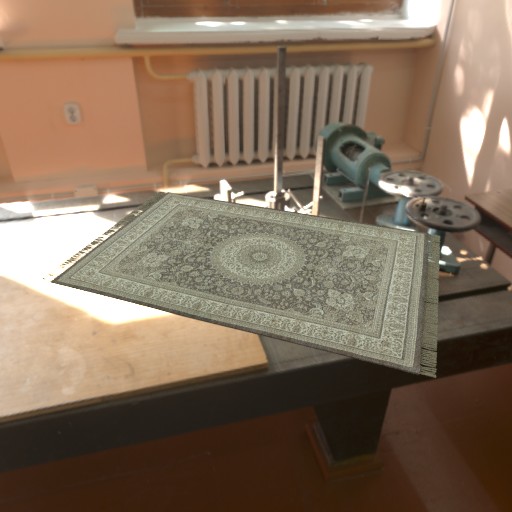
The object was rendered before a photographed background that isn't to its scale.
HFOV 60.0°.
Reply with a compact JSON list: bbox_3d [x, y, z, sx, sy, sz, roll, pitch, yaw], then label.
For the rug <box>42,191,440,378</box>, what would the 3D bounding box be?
[{"bbox_3d":[0.000,0.000,4.396,3.422,0.015,2.143,11,34,17],"label":"rug"}]
